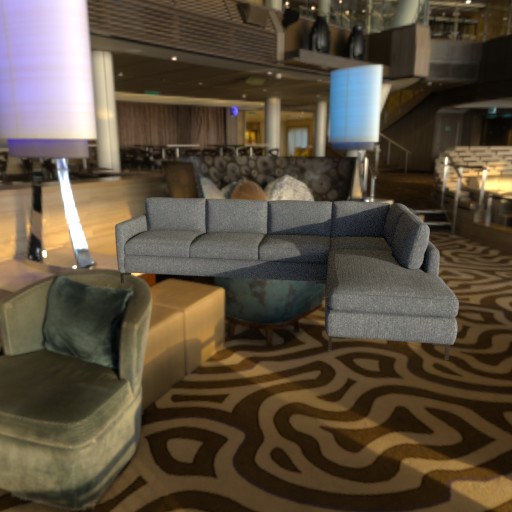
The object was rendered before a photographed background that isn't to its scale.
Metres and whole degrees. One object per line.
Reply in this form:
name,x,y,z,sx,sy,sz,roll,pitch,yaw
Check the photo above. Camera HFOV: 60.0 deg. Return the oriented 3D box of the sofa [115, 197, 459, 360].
sofa,0.000,0.000,3.953,2.949,0.815,2.007,2,14,9
